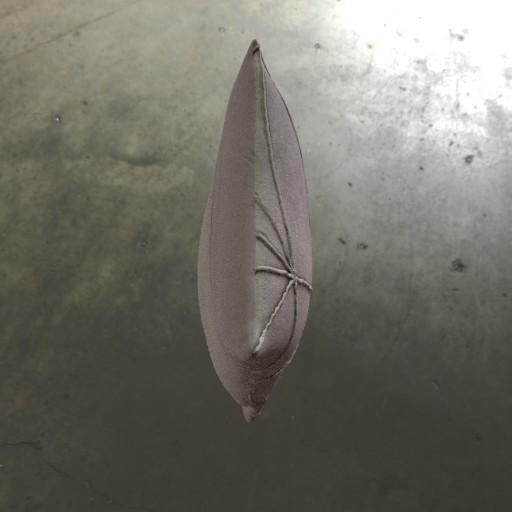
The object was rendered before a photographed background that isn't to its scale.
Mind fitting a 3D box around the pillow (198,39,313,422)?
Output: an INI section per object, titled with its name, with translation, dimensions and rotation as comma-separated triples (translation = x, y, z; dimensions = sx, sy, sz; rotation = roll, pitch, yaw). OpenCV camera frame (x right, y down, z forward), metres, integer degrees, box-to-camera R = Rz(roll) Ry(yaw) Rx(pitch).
[pillow]
translation = 0.000, 0.000, 0.683
dimensions = 0.185, 0.440, 0.439
rotation = 0, 64, 0
